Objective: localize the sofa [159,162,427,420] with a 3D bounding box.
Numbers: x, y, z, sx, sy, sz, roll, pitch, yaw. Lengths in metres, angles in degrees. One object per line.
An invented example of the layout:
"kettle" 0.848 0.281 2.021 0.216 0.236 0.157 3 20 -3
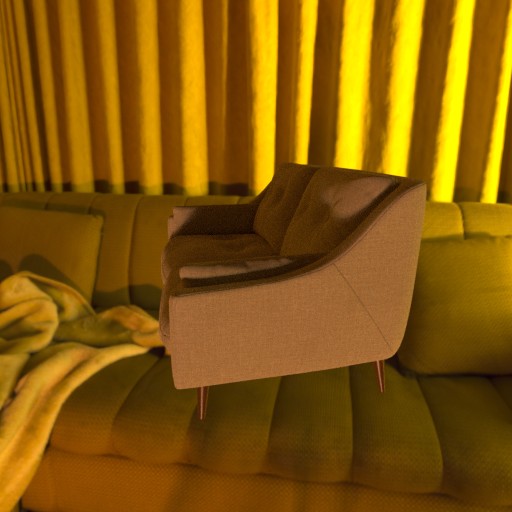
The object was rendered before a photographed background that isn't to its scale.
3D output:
"sofa" 0.000 0.000 2.251 0.965 0.888 1.652 -3 14 -11
